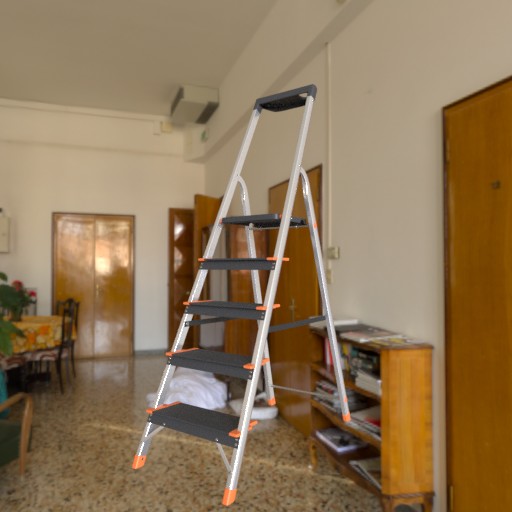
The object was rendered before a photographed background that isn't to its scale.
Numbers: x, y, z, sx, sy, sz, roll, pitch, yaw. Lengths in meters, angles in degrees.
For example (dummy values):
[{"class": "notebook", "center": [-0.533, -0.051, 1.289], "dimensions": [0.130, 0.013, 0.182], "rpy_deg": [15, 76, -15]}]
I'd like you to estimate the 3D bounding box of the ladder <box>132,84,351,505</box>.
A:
[{"class": "ladder", "center": [0.000, 0.000, 1.997], "dimensions": [0.480, 1.646, 0.995], "rpy_deg": [-1, -2, 35]}]
